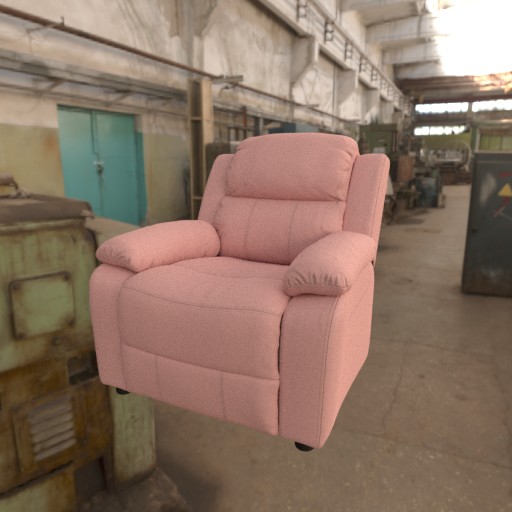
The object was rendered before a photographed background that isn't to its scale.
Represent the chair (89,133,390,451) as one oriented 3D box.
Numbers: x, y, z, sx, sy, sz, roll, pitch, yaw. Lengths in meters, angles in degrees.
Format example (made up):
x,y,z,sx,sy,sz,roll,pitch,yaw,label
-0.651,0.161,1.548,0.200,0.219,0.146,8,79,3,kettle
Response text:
x,y,z,sx,sy,sz,roll,pitch,yaw,label
0.000,0.000,1.265,0.680,0.702,0.709,6,14,26,chair
